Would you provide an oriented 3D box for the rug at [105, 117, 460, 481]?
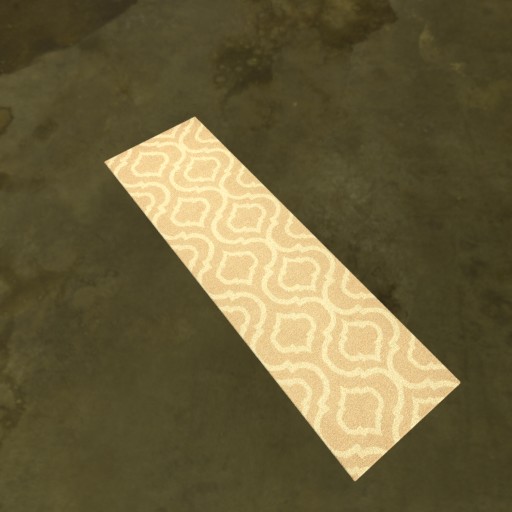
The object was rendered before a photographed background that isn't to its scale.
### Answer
[{"bbox_3d":[0.000,0.000,2.461,0.691,0.013,2.289,-33,64,-18],"label":"rug"}]
